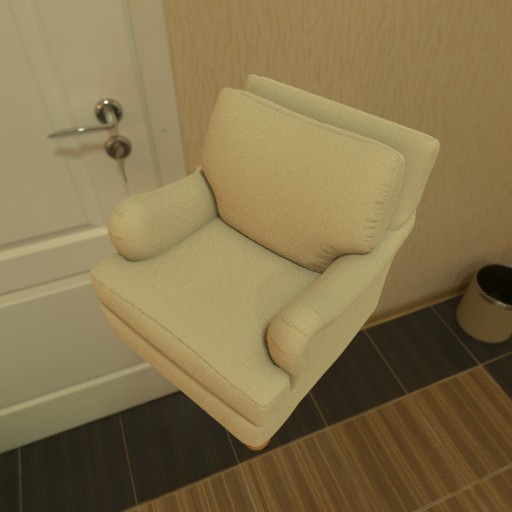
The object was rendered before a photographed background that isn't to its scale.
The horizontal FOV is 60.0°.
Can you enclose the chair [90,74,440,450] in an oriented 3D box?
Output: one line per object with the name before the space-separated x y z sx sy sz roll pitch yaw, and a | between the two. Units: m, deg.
chair | 0.000 0.000 1.835 0.955 1.038 1.070 30 53 26
